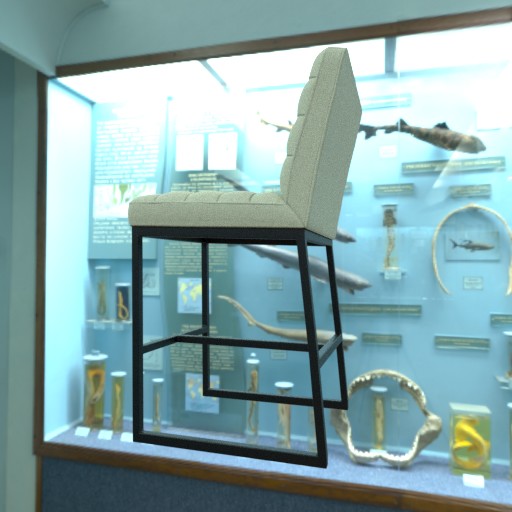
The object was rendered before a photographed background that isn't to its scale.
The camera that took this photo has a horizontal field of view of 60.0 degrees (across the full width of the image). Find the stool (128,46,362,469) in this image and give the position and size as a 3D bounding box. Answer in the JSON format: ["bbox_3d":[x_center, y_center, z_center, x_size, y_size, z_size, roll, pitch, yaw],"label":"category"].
[{"bbox_3d":[0.000,0.000,1.253,0.560,0.940,0.460,0,-2,18],"label":"stool"}]
